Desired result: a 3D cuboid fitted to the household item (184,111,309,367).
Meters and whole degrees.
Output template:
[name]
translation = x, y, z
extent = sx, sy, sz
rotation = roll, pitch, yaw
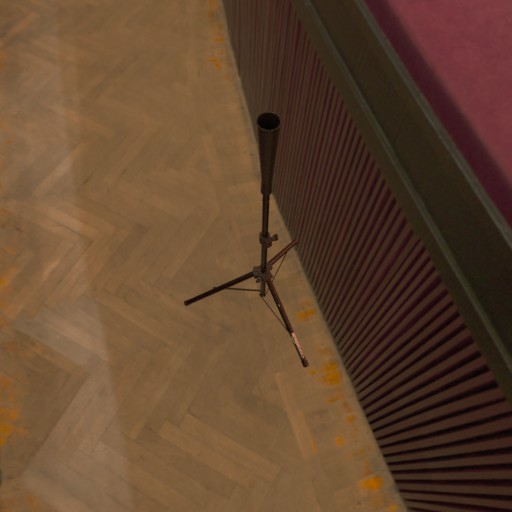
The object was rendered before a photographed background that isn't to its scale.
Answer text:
[household item]
translation = 0.000, 0.000, 1.389
extent = 0.559, 1.067, 0.559
rotation = -15, 64, -8
